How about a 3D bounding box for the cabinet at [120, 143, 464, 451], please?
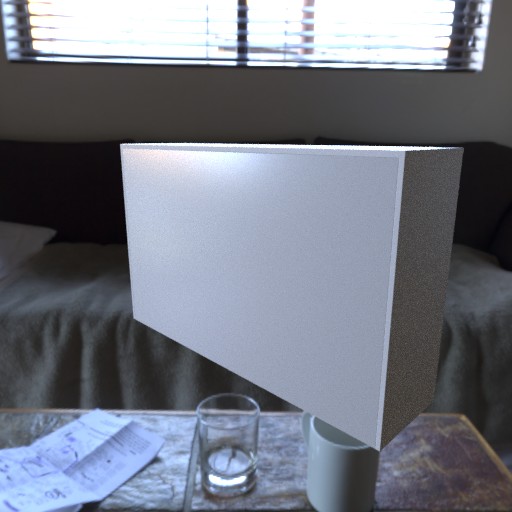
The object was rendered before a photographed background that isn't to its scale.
[{"bbox_3d":[0.000,0.000,1.861,0.380,0.900,1.450,-15,21,-43],"label":"cabinet"}]
